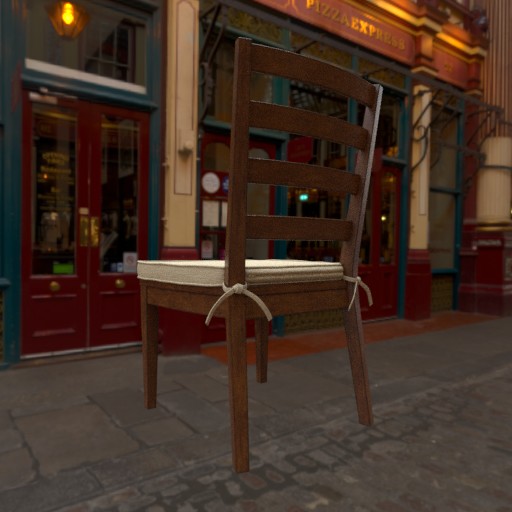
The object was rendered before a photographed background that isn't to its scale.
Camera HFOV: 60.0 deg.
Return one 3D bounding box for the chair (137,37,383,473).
[{"bbox_3d":[0.000,0.000,1.345,0.593,0.979,0.595,-1,1,-37],"label":"chair"}]
